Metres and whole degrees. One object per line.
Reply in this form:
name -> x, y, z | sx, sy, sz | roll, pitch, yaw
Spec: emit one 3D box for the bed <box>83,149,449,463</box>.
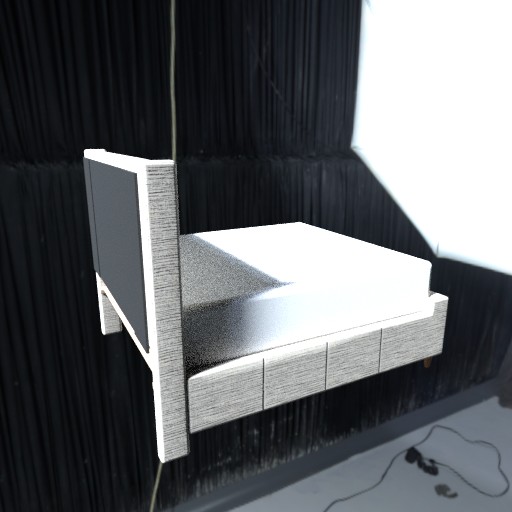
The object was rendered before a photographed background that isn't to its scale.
bed -> 0.000, 0.000, 3.755 | 2.370, 1.743, 2.045 | -8, 17, -27
